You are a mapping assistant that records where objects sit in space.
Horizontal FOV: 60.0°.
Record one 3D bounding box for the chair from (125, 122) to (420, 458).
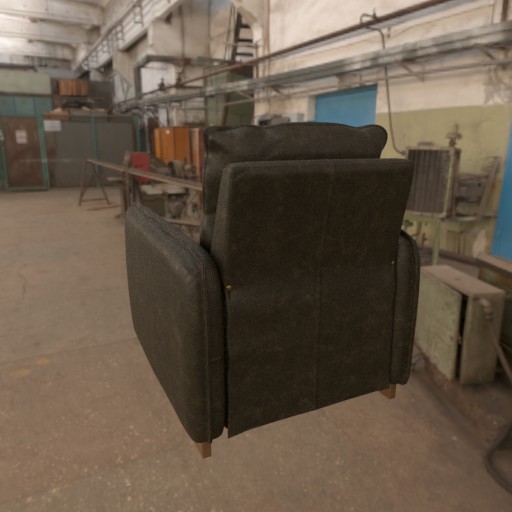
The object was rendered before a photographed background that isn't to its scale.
[{"bbox_3d":[0.000,0.000,1.624,0.830,0.921,0.921,-7,16,-25],"label":"chair"}]
